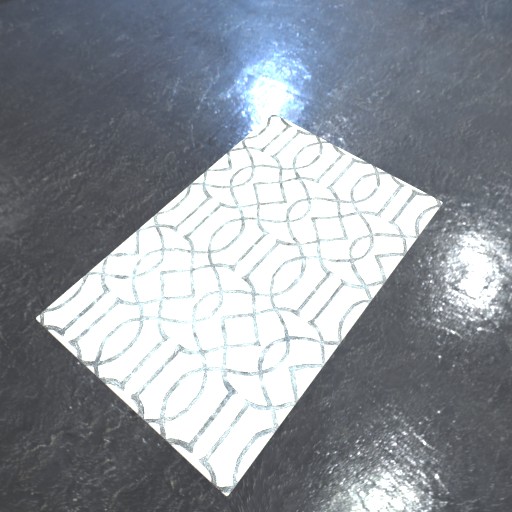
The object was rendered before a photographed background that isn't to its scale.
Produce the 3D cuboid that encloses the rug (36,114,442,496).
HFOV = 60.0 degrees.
[{"bbox_3d":[0.000,0.000,2.914,1.521,0.017,2.365,34,63,20],"label":"rug"}]
